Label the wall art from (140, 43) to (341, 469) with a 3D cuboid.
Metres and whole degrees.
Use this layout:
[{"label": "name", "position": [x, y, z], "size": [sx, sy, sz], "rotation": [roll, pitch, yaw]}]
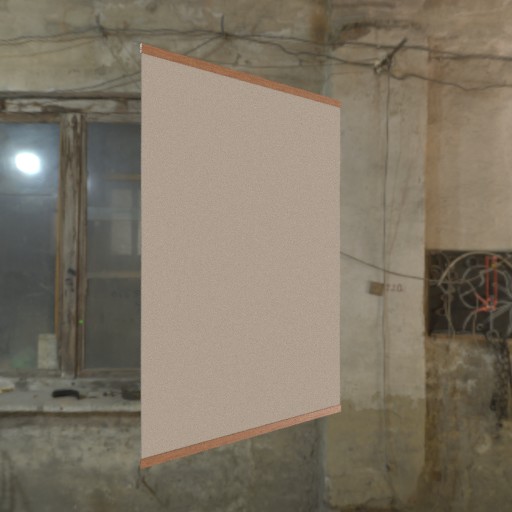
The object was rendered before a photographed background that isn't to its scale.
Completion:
[{"label": "wall art", "position": [0.000, 0.000, 1.887], "size": [1.019, 1.527, 0.019], "rotation": [0, 0, -35]}]
